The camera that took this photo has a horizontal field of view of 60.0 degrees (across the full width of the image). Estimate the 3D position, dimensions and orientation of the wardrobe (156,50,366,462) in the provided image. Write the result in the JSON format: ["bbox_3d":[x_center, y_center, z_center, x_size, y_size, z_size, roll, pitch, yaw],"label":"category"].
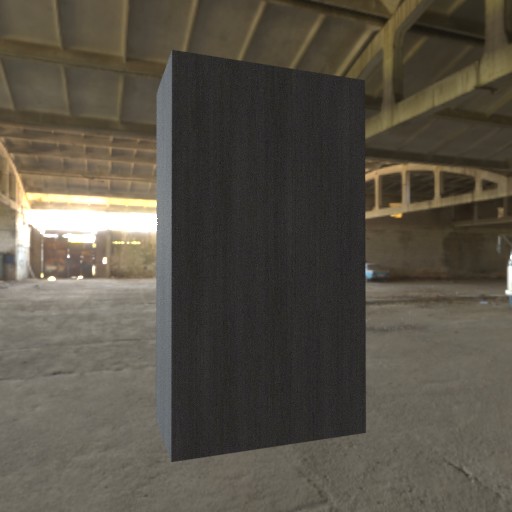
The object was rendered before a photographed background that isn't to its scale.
[{"bbox_3d":[0.000,0.000,2.379,0.991,1.808,0.577,0,-1,-20],"label":"wardrobe"}]
